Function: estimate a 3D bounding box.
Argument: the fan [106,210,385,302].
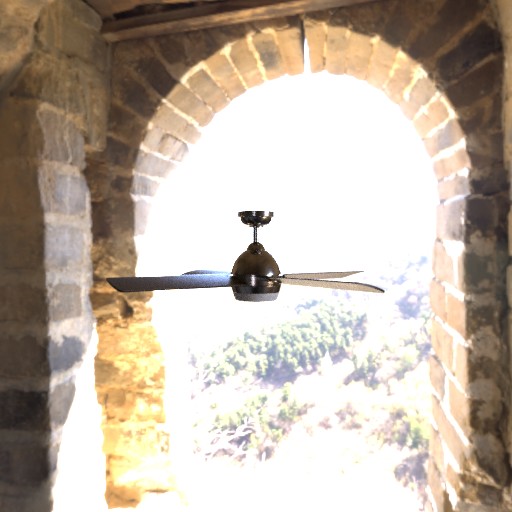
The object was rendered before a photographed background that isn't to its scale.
[{"bbox_3d":[0.000,0.000,2.023,1.332,0.403,1.332,0,1,-36],"label":"fan"}]
